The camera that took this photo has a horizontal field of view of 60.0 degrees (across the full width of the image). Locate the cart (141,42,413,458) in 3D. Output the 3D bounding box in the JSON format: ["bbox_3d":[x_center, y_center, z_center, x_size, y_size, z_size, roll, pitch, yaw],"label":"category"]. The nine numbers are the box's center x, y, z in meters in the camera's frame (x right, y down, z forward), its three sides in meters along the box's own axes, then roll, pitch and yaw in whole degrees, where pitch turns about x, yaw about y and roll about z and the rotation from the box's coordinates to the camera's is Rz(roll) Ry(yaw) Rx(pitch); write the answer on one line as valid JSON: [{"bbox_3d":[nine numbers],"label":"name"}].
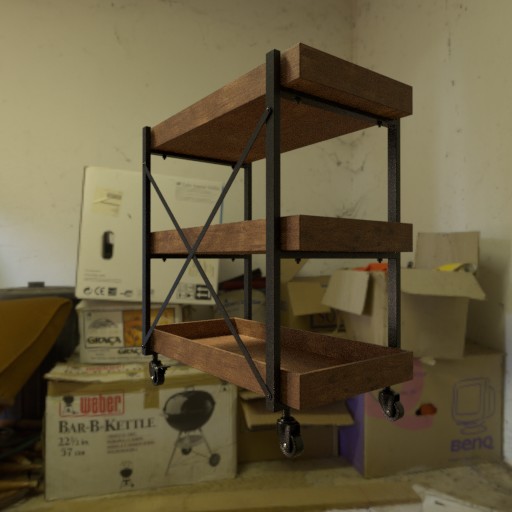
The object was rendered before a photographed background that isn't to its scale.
[{"bbox_3d":[0.000,0.000,1.236,0.411,0.800,0.750,0,0,-37],"label":"cart"}]
